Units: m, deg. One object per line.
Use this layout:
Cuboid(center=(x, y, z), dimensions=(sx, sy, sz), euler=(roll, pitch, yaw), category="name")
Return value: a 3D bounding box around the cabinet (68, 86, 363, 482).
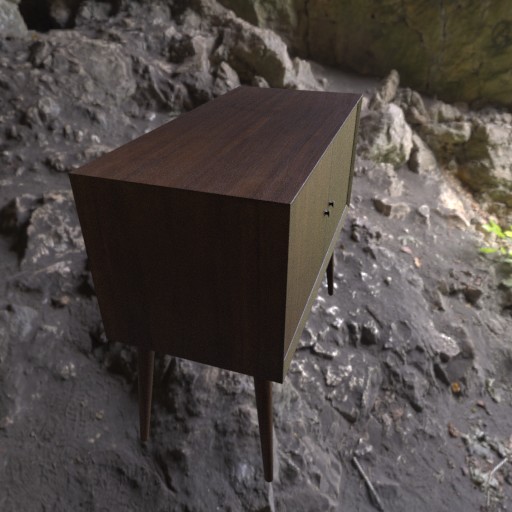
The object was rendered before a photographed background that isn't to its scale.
Cuboid(center=(0.000, 0.000, 1.100), dimensions=(0.354, 0.654, 0.743), euler=(10, 33, 16), category="cabinet")
